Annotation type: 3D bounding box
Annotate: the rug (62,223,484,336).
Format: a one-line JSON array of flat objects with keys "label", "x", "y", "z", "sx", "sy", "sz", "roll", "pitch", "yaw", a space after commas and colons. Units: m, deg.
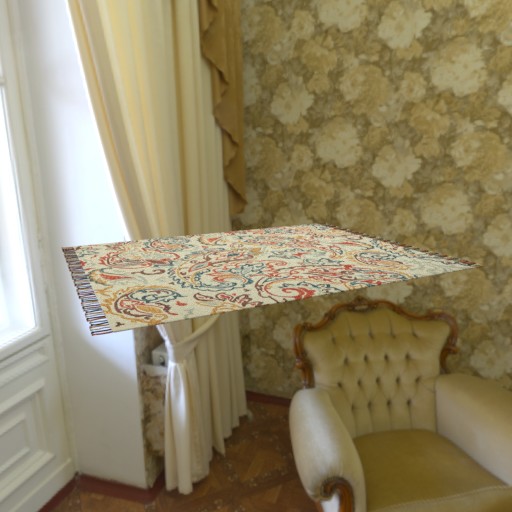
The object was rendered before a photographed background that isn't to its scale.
[{"label": "rug", "x": 0.000, "y": 0.000, "z": 4.236, "sx": 3.274, "sy": 0.015, "sz": 2.439, "roll": -7, "pitch": 16, "yaw": -26}]
